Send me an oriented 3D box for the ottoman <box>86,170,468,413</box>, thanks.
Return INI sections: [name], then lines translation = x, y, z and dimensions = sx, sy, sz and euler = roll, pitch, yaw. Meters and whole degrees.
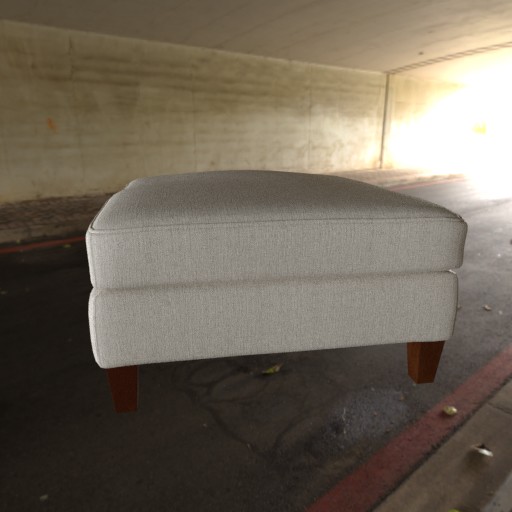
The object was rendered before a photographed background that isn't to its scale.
[ottoman]
translation = 0.000, 0.000, 1.342
dimensions = 0.838, 0.478, 0.838
euler = -3, 16, -9
